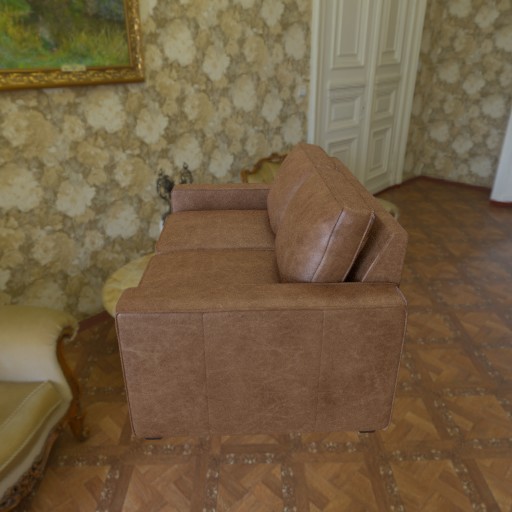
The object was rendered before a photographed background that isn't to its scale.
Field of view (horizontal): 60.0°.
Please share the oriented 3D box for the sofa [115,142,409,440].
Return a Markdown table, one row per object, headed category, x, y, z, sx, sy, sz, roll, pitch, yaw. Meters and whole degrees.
| category | x | y | z | sx | sy | sz | roll | pitch | yaw |
| --- | --- | --- | --- | --- | --- | --- | --- | --- | --- |
| sofa | 0.000 | 0.000 | 2.177 | 1.020 | 0.896 | 1.532 | -1 | 25 | -2 |
